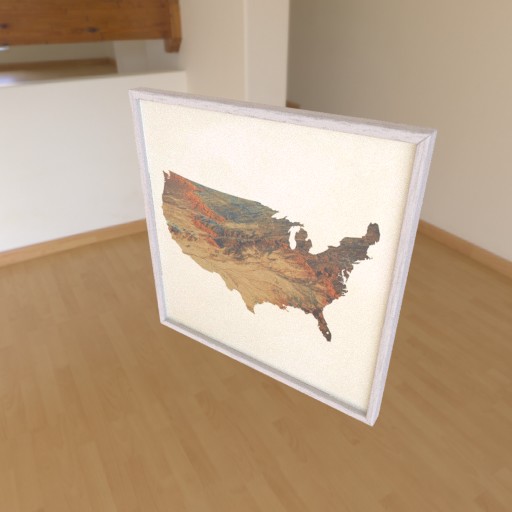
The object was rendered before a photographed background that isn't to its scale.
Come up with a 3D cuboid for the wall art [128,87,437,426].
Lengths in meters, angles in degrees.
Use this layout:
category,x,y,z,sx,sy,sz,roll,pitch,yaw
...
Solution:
category,x,y,z,sx,sy,sz,roll,pitch,yaw
wall art,0.000,0.000,1.962,1.287,1.288,0.078,19,35,29
